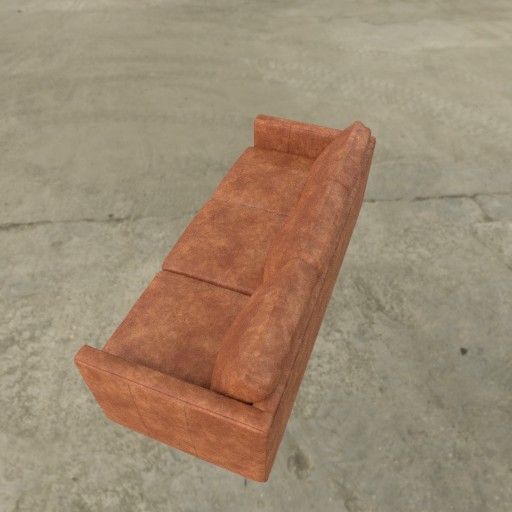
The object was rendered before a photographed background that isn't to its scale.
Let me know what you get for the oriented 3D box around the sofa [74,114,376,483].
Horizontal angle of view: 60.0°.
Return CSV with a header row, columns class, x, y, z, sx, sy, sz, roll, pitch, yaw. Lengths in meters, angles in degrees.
class,x,y,z,sx,sy,sz,roll,pitch,yaw
sofa,0.000,0.000,2.955,1.045,1.006,2.464,16,48,14
